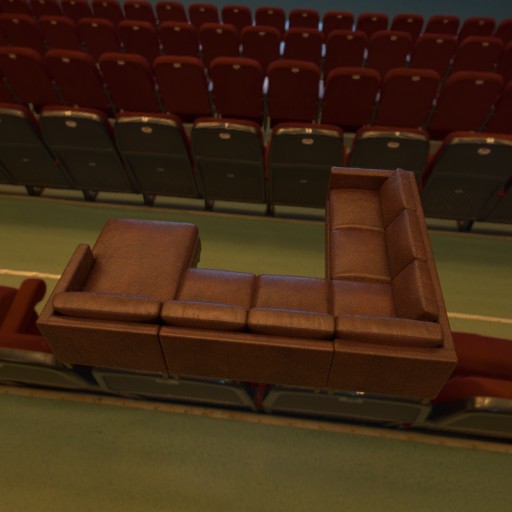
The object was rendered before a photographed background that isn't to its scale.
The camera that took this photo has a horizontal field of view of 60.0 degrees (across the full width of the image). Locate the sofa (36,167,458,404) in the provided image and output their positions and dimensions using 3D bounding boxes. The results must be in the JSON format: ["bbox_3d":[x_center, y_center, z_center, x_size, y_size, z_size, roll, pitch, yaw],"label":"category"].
[{"bbox_3d":[0.000,0.000,4.490,3.324,0.891,2.452,4,46,4],"label":"sofa"}]
